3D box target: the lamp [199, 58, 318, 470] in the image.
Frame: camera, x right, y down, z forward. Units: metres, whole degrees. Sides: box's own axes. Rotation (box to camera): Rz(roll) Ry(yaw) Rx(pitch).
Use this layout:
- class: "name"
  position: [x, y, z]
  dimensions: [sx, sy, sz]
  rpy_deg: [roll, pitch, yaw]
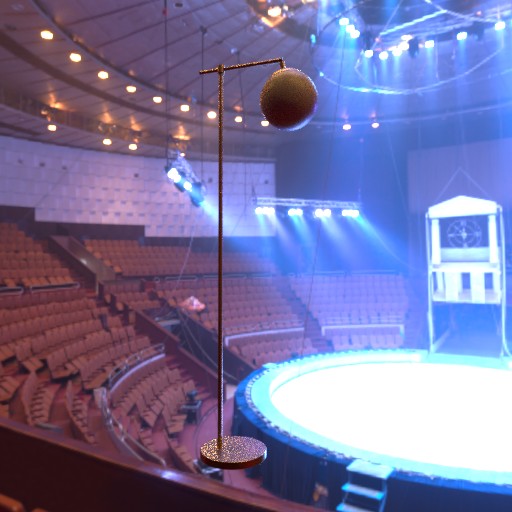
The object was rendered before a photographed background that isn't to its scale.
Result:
- class: "lamp"
  position: [0.000, 0.000, 1.673]
  dimensions: [0.476, 1.505, 0.249]
  rpy_deg: [-1, -2, 19]
